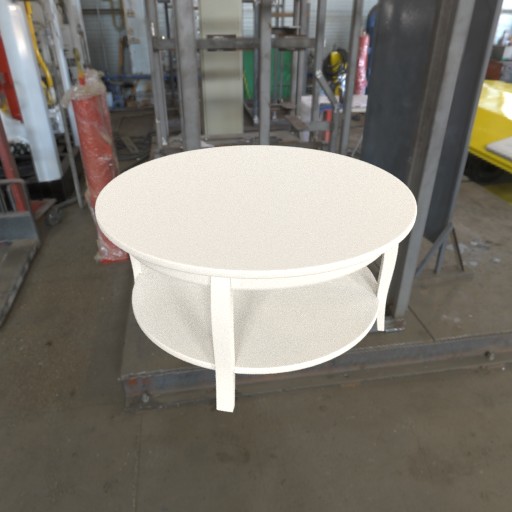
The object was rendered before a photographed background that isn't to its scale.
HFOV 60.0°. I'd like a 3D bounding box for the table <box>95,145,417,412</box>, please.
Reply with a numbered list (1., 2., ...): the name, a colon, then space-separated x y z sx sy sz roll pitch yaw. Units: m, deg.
1. table: 0.000 0.000 1.426 0.910 0.457 0.910 0 30 0
